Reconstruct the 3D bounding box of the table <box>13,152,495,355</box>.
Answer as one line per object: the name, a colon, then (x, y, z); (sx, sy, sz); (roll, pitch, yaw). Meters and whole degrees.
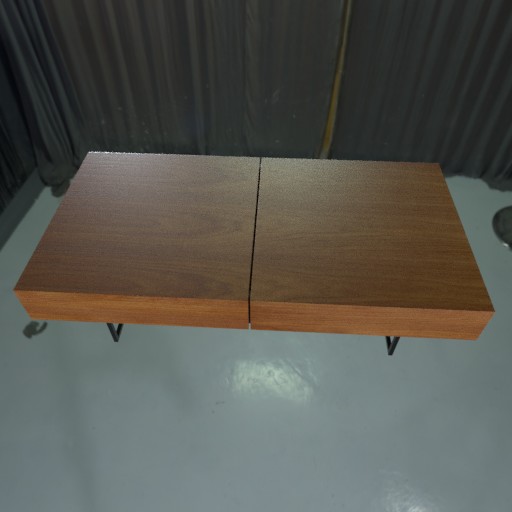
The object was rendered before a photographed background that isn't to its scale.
table: (0.000, 0.000, 1.422); (1.194, 0.330, 0.610); (2, 47, 2)
